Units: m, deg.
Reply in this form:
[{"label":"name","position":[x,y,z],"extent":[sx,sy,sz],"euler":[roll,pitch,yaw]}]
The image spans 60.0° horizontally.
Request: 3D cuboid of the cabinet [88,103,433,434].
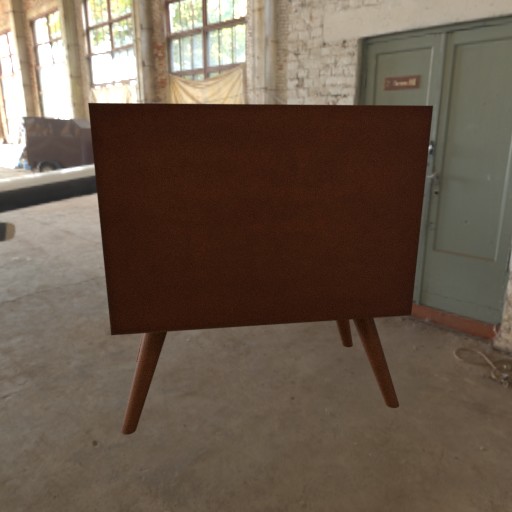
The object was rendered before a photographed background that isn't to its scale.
[{"label":"cabinet","position":[0.000,0.000,1.183],"extent":[0.712,0.748,0.388],"euler":[-2,16,-8]}]
